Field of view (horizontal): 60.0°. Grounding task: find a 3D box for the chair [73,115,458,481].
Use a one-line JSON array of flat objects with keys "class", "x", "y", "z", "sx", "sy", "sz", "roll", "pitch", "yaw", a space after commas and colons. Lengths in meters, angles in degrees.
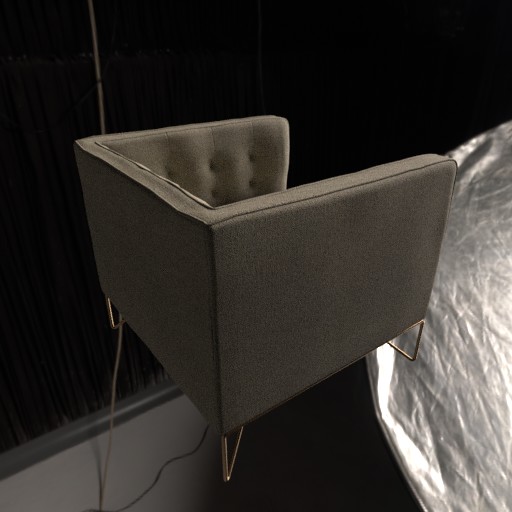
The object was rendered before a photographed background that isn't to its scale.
[{"class": "chair", "x": 0.000, "y": 0.000, "z": 1.601, "sx": 0.912, "sy": 0.799, "sz": 0.920, "roll": -19, "pitch": 33, "yaw": -32}]
